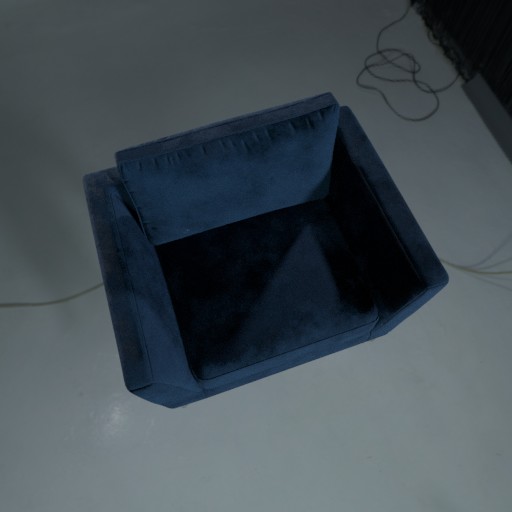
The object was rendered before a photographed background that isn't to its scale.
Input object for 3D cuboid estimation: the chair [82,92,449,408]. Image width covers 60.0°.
[{"bbox_3d":[0.000,0.000,1.580,0.977,0.893,0.746,-17,65,-8],"label":"chair"}]
